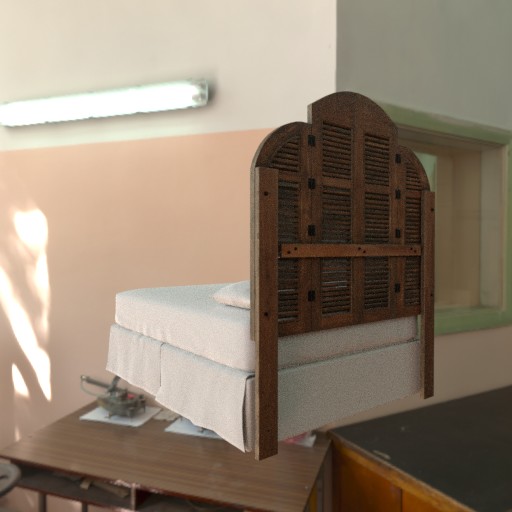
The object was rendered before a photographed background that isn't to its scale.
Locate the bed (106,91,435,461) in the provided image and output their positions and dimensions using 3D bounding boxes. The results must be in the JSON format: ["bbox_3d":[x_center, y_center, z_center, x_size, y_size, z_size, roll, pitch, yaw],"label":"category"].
[{"bbox_3d":[0.000,0.000,3.536,1.713,2.019,2.138,-1,1,-38],"label":"bed"}]
